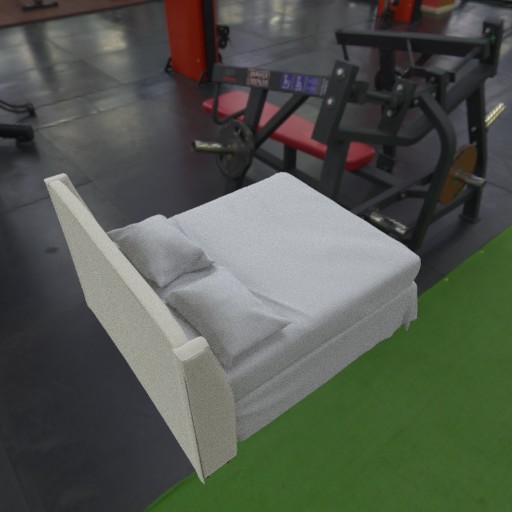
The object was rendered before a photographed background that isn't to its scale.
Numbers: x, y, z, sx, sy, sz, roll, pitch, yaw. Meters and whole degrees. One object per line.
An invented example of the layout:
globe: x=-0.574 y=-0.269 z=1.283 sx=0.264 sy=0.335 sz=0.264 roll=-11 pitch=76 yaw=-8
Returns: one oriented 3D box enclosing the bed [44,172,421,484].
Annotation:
bed: x=0.000 y=0.000 z=3.422 sx=2.276 sy=1.332 sz=1.925 roll=-27 pitch=48 yaw=-27
